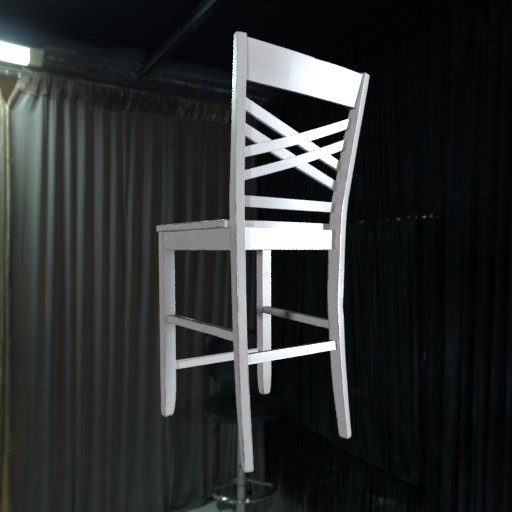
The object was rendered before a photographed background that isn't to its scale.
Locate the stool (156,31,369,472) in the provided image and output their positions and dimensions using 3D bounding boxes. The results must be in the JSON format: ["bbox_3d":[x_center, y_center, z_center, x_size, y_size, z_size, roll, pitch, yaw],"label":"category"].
[{"bbox_3d":[0.000,0.000,1.394,0.462,1.079,0.539,-1,1,-35],"label":"stool"}]
